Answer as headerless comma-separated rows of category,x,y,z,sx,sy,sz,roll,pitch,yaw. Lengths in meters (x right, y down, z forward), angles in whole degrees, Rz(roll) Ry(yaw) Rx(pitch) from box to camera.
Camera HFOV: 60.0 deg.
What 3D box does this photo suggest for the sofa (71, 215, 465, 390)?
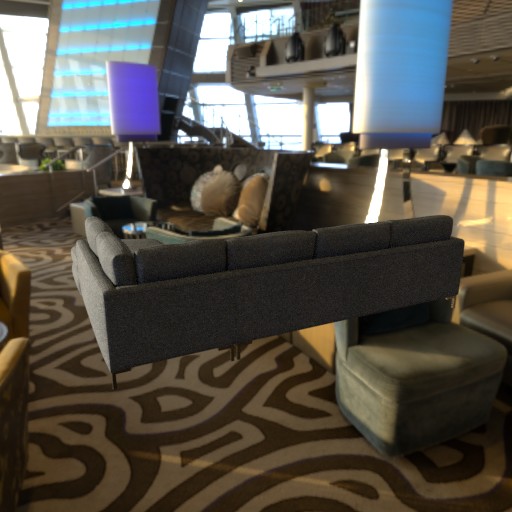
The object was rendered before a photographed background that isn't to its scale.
sofa,0.000,0.000,3.962,2.949,0.815,2.007,-7,17,-26
